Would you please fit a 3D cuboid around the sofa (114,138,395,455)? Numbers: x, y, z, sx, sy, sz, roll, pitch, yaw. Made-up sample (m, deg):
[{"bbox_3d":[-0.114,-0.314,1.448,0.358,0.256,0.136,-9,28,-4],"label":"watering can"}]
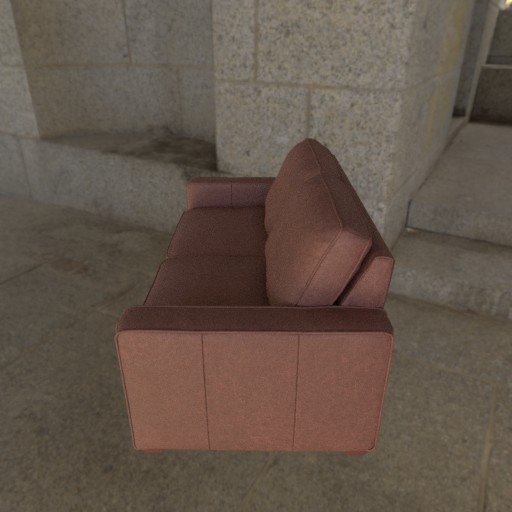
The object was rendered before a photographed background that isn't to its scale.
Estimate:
[{"bbox_3d":[0.000,0.000,2.242,0.947,0.918,1.709,0,27,1],"label":"sofa"}]
